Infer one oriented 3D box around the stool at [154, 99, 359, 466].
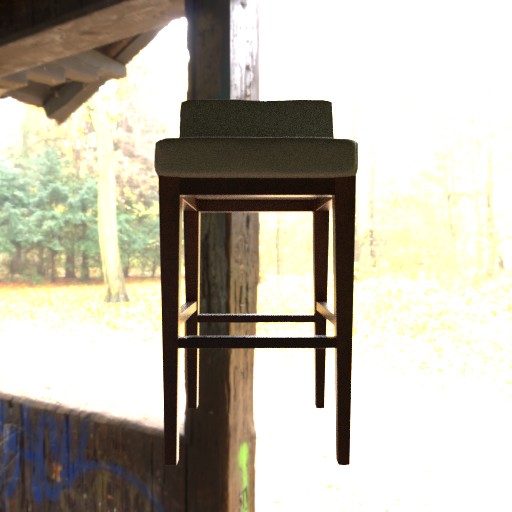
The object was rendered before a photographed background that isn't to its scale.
[{"bbox_3d":[0.000,0.000,1.311,0.511,1.037,0.500,0,1,0],"label":"stool"}]
